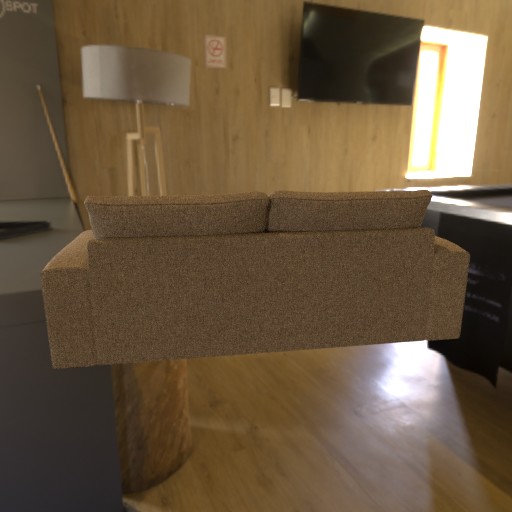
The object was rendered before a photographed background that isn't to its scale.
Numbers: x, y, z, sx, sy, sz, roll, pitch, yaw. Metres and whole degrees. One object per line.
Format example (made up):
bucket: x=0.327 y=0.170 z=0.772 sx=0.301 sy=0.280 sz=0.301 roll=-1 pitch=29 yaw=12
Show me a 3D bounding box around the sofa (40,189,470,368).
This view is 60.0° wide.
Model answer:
sofa: x=0.000 y=0.000 z=2.850 sx=2.299 sy=0.922 sz=1.040 roll=-2 pitch=15 yaw=-9
